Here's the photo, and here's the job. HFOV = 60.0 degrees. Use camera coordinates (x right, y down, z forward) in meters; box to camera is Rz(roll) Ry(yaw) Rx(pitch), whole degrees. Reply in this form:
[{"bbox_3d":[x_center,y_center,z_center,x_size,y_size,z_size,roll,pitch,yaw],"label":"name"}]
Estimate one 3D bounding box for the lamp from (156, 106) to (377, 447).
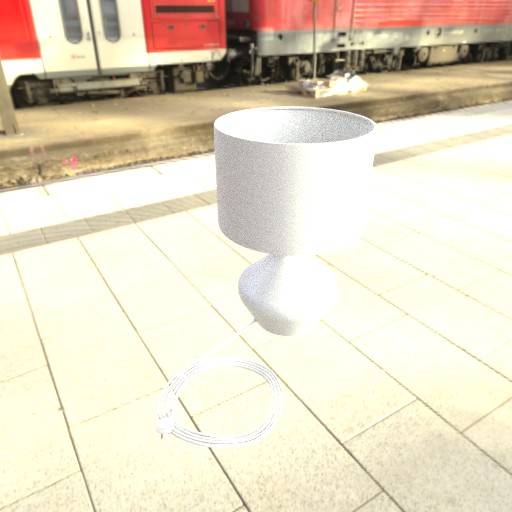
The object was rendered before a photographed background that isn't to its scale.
[{"bbox_3d":[0.000,0.000,0.855,0.546,0.457,0.401,-19,34,-29],"label":"lamp"}]
